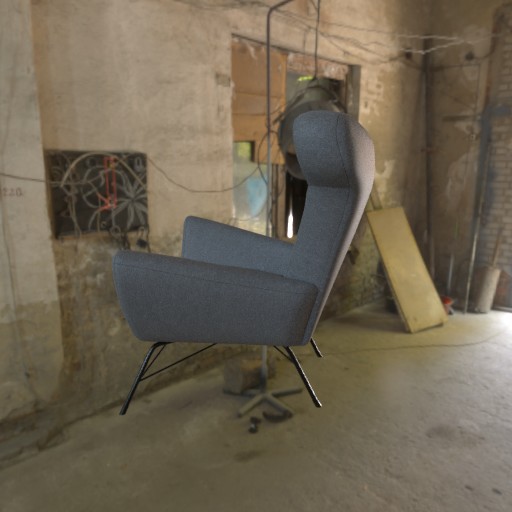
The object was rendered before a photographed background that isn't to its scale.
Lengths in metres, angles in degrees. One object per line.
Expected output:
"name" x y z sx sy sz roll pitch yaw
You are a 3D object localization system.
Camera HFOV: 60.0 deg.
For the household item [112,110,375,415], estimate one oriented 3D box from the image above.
"household item" 0.000 0.000 1.806 0.900 1.050 0.980 2 13 8
